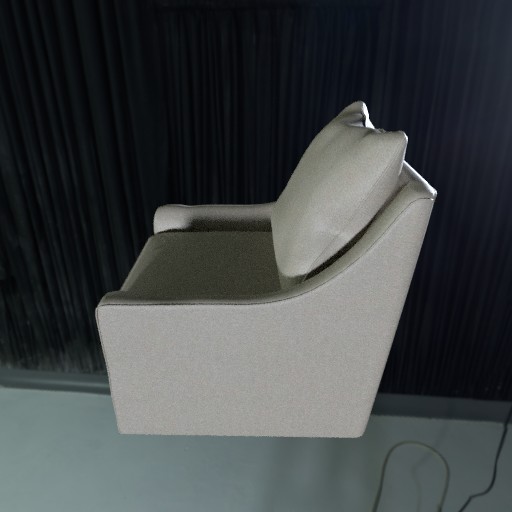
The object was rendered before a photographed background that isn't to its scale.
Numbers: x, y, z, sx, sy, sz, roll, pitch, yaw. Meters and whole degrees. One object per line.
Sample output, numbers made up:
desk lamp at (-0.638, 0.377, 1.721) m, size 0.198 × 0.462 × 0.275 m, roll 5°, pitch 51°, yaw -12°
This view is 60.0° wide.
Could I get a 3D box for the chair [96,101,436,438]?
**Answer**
chair at (0.000, 0.000, 1.518) m, size 0.876 × 0.942 × 0.760 m, roll 1°, pitch 27°, yaw 1°
